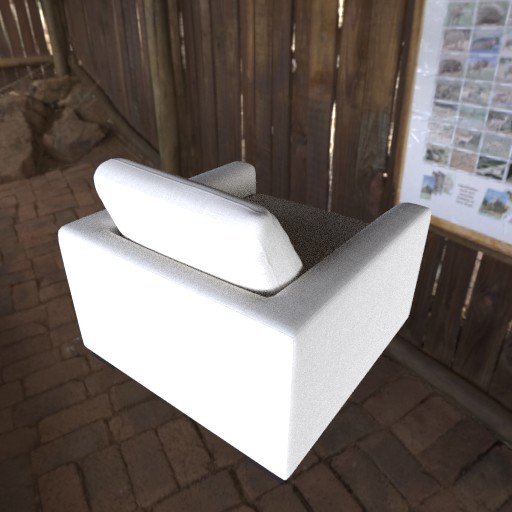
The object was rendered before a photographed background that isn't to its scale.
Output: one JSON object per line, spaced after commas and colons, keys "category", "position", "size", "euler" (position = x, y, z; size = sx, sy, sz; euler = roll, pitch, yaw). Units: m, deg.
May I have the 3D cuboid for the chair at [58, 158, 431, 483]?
{"category": "chair", "position": [0.000, 0.000, 1.852], "size": [1.070, 0.876, 1.100], "euler": [20, 35, 32]}
